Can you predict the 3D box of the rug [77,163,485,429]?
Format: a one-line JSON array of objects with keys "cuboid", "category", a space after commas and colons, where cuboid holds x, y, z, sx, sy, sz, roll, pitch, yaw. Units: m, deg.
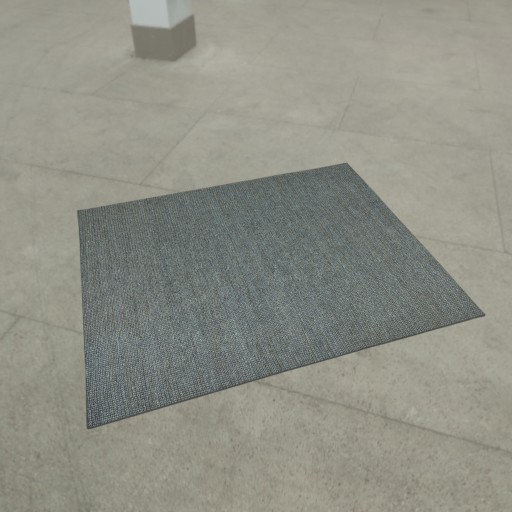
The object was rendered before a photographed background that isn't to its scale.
[{"cuboid": [0.000, 0.000, 4.037, 3.068, 0.021, 2.456, -12, 44, -13], "category": "rug"}]
